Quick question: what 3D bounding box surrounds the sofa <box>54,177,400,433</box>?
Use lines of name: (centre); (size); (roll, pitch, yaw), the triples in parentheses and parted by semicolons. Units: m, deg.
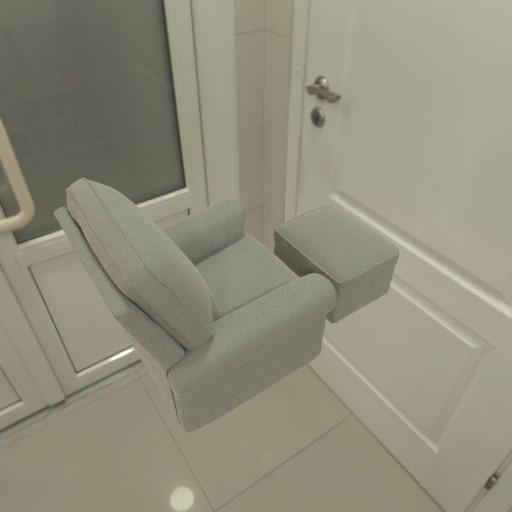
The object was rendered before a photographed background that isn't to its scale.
sofa: (0.000, 0.000, 2.075); (1.478, 0.959, 0.880); (-24, 46, -25)
